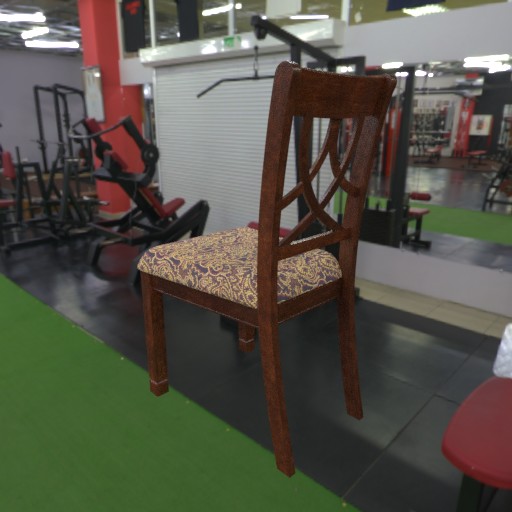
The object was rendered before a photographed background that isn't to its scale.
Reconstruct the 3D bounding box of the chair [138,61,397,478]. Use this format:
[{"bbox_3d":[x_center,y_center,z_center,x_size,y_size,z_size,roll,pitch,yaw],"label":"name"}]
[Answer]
[{"bbox_3d":[0.000,0.000,1.281,0.457,0.965,0.584,-16,24,-42],"label":"chair"}]
